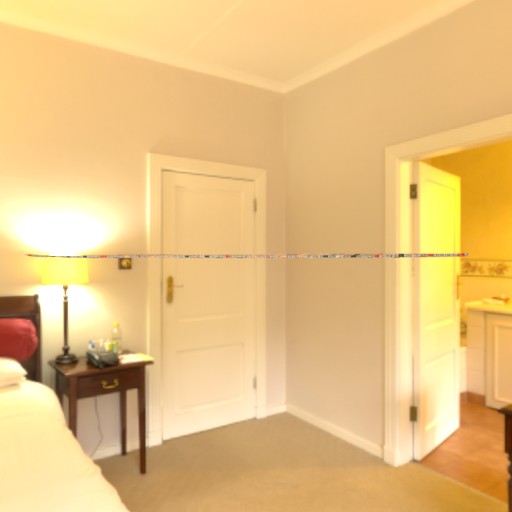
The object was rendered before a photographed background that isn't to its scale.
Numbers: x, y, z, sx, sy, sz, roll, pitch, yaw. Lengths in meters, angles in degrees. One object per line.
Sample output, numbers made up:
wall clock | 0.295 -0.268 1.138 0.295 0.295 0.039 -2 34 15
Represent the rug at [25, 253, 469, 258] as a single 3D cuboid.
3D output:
rug | 0.000 0.000 3.029 2.439 0.029 1.537 0 0 17
